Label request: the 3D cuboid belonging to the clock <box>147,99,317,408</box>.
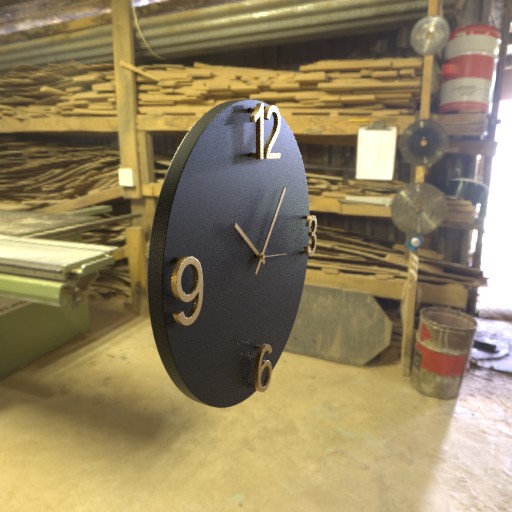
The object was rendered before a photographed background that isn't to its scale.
[{"bbox_3d":[0.000,0.000,0.679,0.038,0.454,0.454,7,15,26],"label":"clock"}]
